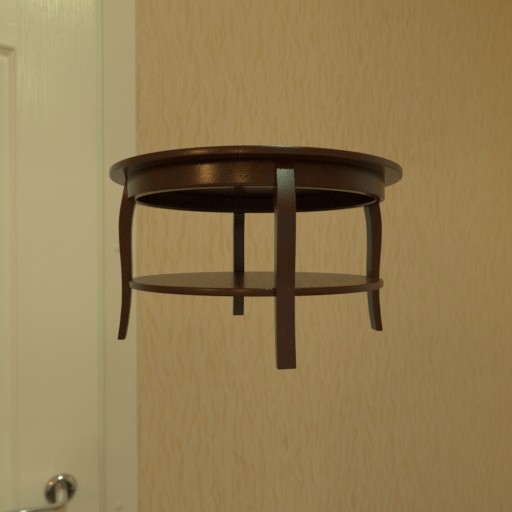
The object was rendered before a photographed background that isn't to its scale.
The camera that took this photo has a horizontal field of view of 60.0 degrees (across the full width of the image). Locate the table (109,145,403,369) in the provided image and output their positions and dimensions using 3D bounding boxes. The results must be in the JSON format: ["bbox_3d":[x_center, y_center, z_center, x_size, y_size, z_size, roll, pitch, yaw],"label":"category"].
[{"bbox_3d":[0.000,0.000,1.452,0.911,0.512,0.911,0,1,0],"label":"table"}]
